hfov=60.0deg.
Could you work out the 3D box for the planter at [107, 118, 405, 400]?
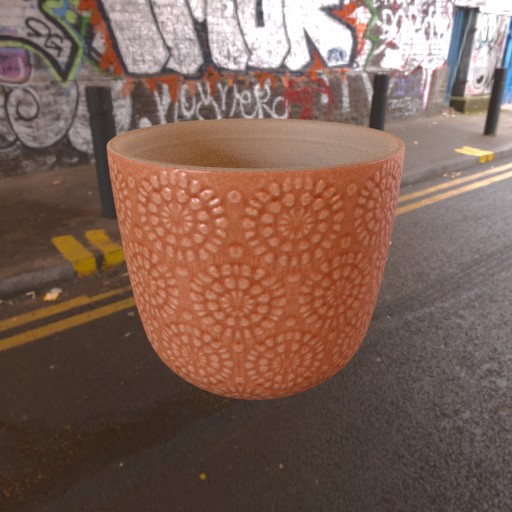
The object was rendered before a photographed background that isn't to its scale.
[{"bbox_3d":[0.000,0.000,0.360,0.208,0.190,0.208,0,24,0],"label":"planter"}]
